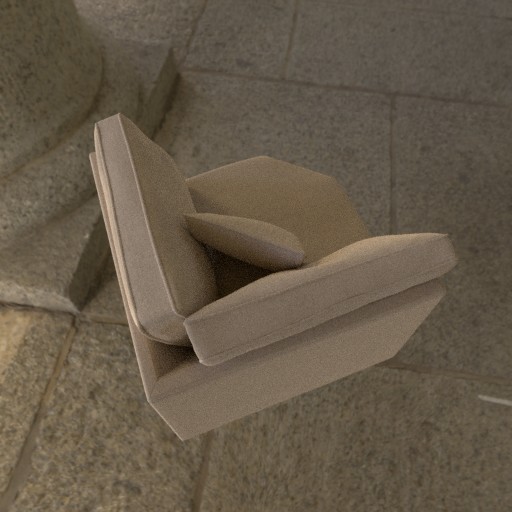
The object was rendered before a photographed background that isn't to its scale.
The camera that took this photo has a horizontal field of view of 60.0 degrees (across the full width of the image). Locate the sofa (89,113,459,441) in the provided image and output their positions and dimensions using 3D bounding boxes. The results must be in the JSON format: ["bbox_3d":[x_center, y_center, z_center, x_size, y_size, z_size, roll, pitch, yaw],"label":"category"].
[{"bbox_3d":[0.000,0.000,1.862,1.050,0.937,1.042,-17,60,-10],"label":"sofa"}]
